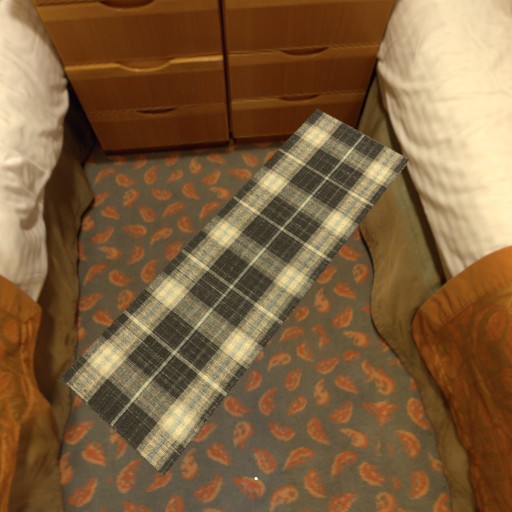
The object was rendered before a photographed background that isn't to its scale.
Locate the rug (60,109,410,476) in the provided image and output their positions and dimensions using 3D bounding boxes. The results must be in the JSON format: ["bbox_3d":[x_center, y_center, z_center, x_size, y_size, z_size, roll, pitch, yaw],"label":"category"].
[{"bbox_3d":[0.000,0.000,2.676,0.760,0.012,2.434,35,68,16],"label":"rug"}]
